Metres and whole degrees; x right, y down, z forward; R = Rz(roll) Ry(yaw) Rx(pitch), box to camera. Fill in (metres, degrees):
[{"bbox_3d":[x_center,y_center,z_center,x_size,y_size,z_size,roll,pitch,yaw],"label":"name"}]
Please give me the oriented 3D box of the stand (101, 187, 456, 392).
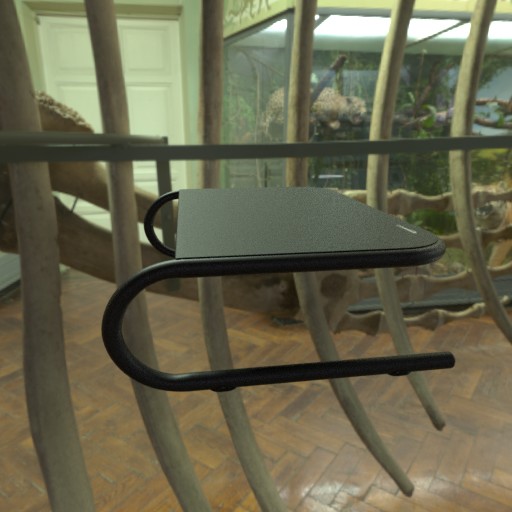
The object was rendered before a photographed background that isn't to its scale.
[{"bbox_3d":[0.000,0.000,0.507,0.280,0.108,0.370,-3,17,-9],"label":"stand"}]
